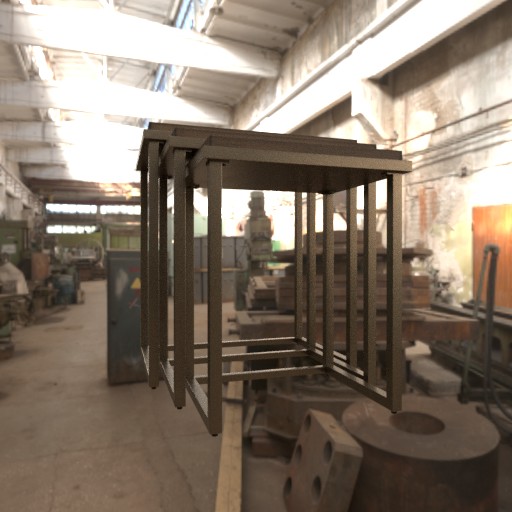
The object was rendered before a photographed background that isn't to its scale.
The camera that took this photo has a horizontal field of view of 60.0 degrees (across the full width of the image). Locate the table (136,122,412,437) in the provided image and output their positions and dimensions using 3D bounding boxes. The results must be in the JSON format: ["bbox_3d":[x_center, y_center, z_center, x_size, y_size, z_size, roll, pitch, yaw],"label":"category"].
[{"bbox_3d":[0.000,0.000,1.123,0.559,0.610,0.706,0,0,-18],"label":"table"}]
